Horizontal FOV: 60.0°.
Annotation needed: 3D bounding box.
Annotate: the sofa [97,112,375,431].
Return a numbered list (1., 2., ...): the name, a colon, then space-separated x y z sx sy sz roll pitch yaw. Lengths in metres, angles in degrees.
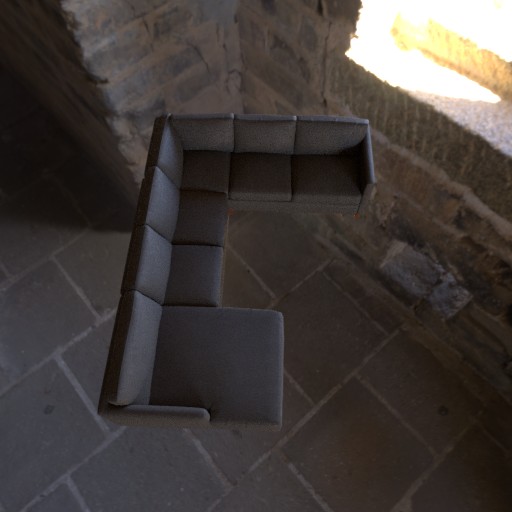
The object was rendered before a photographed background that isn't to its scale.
1. sofa: 0.000 0.000 4.727 2.594 0.961 3.460 2 62 1
